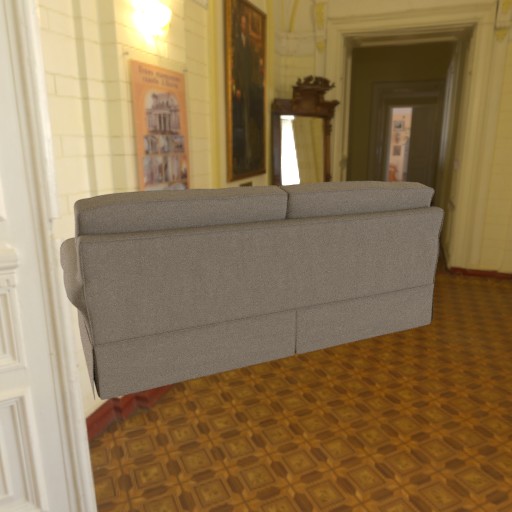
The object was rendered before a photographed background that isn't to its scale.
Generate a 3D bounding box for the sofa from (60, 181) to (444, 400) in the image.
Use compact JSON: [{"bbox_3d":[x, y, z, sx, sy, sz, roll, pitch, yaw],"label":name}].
[{"bbox_3d":[0.000,0.000,2.794,2.248,0.943,0.991,-7,16,-25],"label":"sofa"}]
